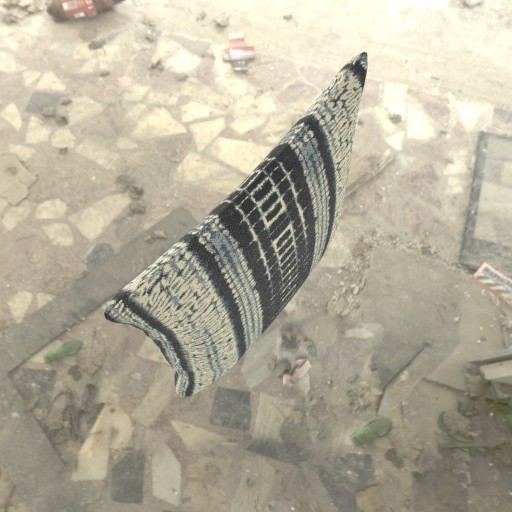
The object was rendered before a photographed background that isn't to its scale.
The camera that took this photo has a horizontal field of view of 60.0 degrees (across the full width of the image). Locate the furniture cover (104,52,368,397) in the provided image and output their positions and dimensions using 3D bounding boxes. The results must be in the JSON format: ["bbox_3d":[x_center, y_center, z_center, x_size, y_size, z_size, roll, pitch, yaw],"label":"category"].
[{"bbox_3d":[0.000,0.000,0.650,0.133,0.435,0.425,35,69,16],"label":"furniture cover"}]
